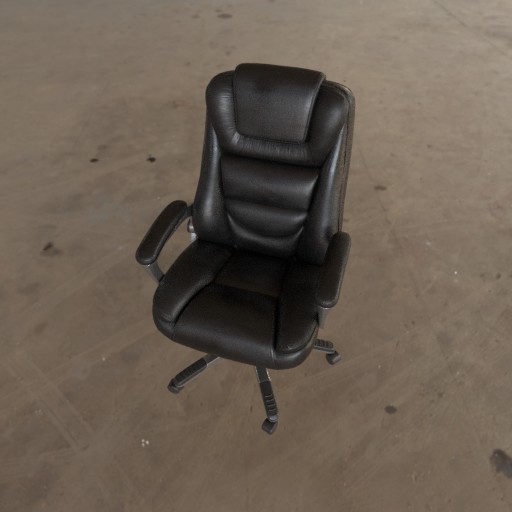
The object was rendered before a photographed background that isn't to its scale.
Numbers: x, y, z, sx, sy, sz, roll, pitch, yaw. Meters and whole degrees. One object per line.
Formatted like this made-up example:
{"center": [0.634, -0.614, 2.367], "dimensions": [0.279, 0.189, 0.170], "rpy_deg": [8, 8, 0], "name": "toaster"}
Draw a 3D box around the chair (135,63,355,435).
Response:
{"center": [0.000, 0.000, 1.514], "dimensions": [0.697, 1.075, 0.689], "rpy_deg": [12, 43, 13], "name": "chair"}
